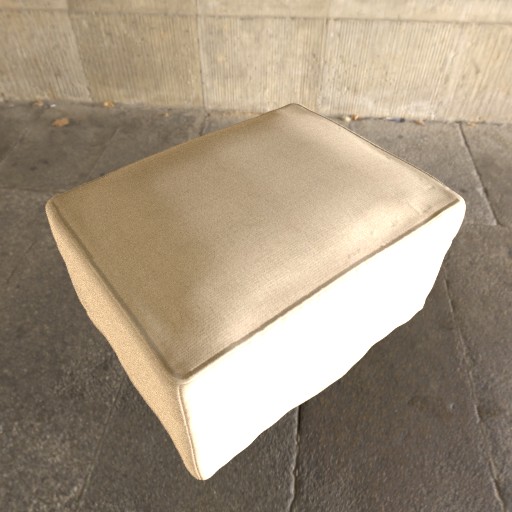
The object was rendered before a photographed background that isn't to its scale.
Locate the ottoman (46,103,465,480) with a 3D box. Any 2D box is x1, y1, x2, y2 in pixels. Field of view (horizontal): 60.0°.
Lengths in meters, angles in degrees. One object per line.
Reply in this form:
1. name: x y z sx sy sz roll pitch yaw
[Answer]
1. ottoman: 0.000 0.000 1.190 0.833 0.485 0.650 -29 52 -26
